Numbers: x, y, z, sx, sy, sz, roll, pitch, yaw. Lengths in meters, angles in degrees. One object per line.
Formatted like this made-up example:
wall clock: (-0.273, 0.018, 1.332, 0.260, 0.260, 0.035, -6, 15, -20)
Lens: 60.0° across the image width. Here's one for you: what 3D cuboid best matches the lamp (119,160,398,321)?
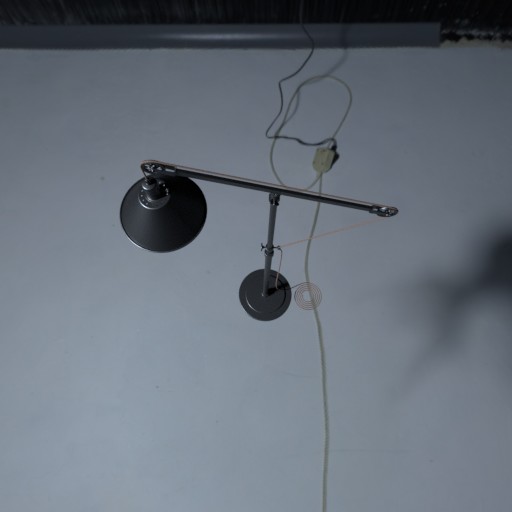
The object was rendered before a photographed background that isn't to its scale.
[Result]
lamp: (0.000, 0.000, 1.921, 0.904, 1.626, 0.319, 2, 73, 1)
